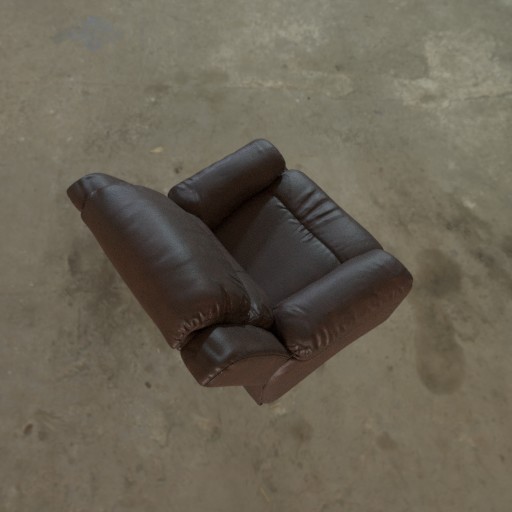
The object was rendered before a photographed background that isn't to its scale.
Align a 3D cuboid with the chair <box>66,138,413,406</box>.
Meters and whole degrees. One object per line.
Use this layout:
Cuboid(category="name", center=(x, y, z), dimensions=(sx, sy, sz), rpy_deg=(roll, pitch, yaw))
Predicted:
Cuboid(category="chair", center=(0.000, 0.000, 1.264), dimensions=(0.707, 0.702, 0.680), rpy_deg=(-33, 64, -18))
